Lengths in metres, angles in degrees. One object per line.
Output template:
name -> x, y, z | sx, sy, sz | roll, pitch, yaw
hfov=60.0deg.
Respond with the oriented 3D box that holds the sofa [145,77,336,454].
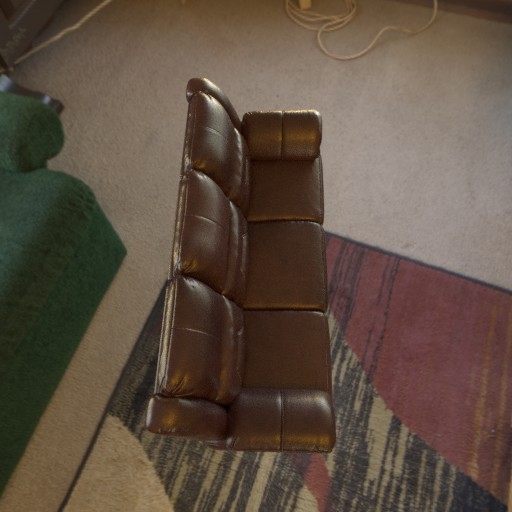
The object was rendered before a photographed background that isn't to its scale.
sofa -> 0.000, 0.000, 2.889 | 0.991, 1.043, 2.337 | 1, 65, 1
